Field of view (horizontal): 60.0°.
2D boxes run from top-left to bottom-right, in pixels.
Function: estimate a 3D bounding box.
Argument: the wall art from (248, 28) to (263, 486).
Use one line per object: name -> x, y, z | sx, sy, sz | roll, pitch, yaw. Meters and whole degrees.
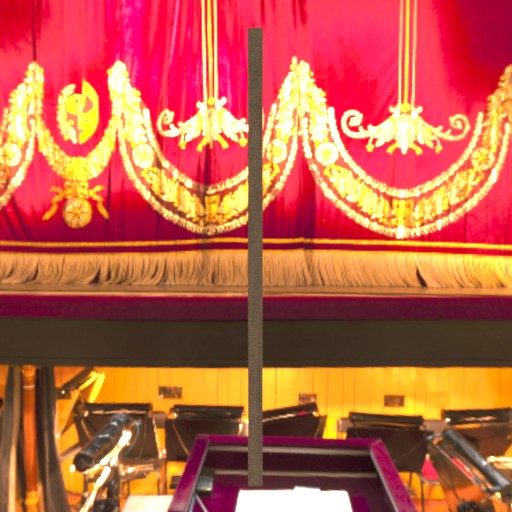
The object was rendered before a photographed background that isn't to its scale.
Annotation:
wall art -> 0.000, 0.000, 0.833 | 0.020, 0.613, 0.481 | 0, 1, 0
